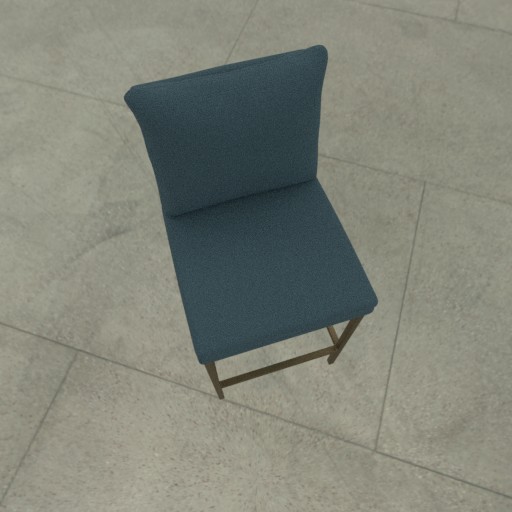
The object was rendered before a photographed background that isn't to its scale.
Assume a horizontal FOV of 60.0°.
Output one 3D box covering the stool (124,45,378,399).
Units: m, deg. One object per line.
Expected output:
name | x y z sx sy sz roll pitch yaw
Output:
stool | 0.000 0.000 1.295 0.463 1.032 0.568 -16 64 -8
